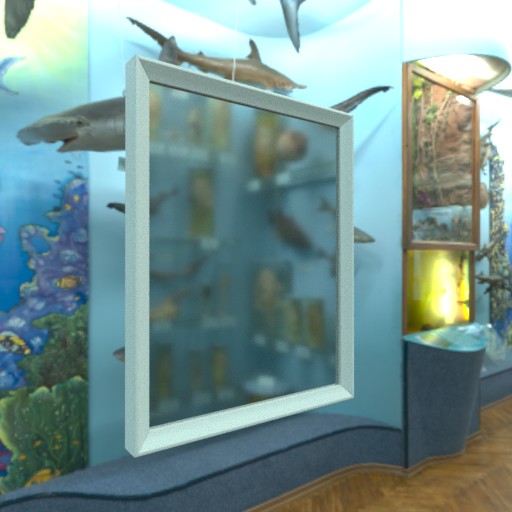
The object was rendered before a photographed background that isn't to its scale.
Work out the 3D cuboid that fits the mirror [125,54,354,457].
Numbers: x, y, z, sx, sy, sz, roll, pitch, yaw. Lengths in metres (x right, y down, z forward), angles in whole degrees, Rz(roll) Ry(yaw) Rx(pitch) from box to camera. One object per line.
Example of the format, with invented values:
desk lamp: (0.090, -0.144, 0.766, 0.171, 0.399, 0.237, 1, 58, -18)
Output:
mirror: (0.000, 0.000, 0.693, 0.406, 0.509, 0.041, 0, 0, -36)
